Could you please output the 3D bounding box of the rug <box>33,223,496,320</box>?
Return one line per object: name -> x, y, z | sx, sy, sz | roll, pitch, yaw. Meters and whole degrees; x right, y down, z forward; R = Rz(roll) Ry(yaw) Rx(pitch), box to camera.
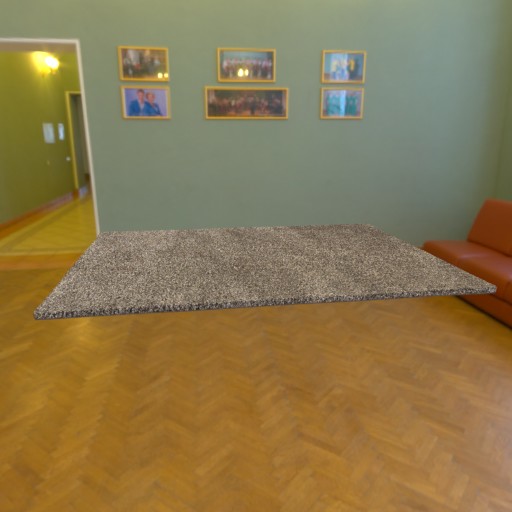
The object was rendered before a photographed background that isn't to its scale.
rug -> 0.000, 0.000, 2.072 | 1.601, 0.025, 1.198 | -2, 16, -9
